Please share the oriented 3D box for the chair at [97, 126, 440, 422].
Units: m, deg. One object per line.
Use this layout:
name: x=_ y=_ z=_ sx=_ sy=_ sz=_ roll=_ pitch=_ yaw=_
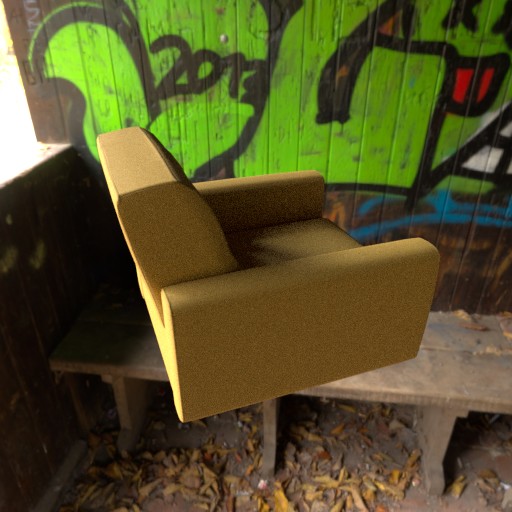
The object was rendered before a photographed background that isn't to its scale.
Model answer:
chair: x=0.000 y=0.000 z=1.555 sx=0.909 sy=0.841 sz=0.831 roll=-11 pitch=31 yaw=-19
